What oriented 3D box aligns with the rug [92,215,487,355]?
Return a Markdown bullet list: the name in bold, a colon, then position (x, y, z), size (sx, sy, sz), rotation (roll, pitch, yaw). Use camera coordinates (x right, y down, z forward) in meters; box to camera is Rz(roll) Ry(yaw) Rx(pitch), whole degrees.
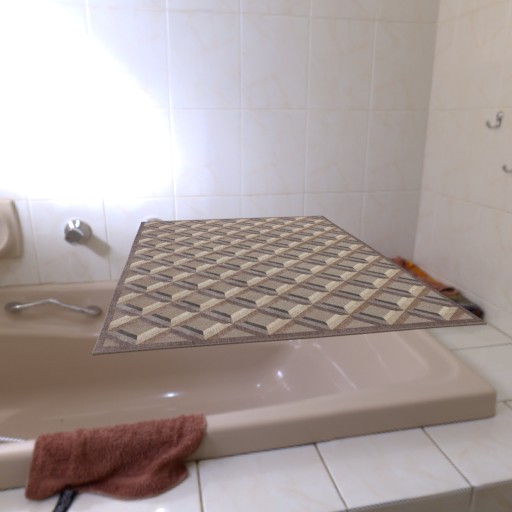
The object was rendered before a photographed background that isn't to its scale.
- **rug**: position (0.000, 0.000, 2.806), size (1.600, 0.013, 2.260), rotation (-3, 17, -9)
